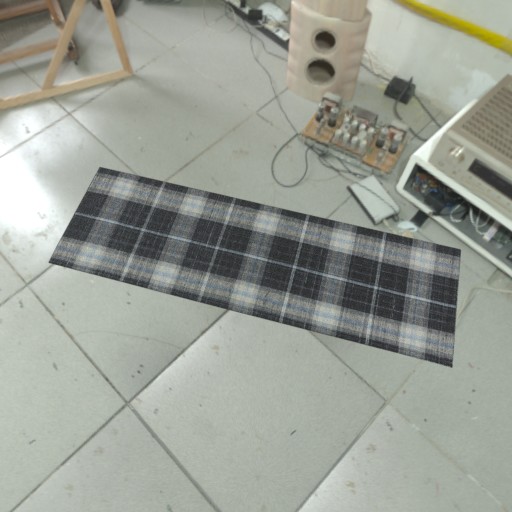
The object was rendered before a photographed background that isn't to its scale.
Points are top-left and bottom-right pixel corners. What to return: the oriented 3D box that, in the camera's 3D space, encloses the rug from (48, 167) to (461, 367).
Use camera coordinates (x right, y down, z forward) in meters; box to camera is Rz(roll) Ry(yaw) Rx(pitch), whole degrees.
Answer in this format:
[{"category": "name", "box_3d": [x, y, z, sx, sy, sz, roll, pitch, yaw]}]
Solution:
[{"category": "rug", "box_3d": [0.000, 0.000, 2.731, 2.434, 0.012, 0.760, 14, 64, 7]}]
